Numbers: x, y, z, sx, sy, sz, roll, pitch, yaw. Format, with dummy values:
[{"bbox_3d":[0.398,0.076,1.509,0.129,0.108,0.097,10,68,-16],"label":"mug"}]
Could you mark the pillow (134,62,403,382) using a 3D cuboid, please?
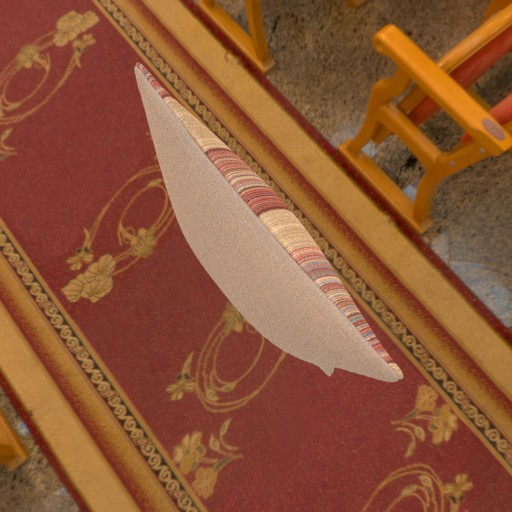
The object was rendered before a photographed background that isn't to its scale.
[{"bbox_3d":[0.000,0.000,0.645,0.136,0.419,0.437,-38,79,-9],"label":"pillow"}]
